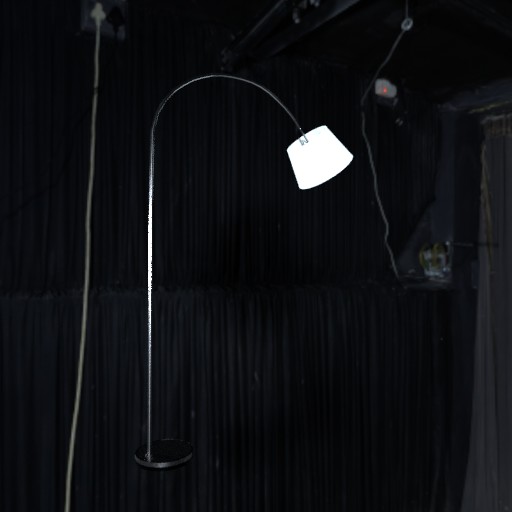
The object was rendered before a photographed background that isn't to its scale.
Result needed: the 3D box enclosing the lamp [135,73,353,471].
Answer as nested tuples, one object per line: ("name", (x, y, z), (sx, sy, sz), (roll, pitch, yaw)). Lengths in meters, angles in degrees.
("lamp", (0.000, 0.000, 2.635), (1.445, 2.098, 0.406), (1, -1, -35))
